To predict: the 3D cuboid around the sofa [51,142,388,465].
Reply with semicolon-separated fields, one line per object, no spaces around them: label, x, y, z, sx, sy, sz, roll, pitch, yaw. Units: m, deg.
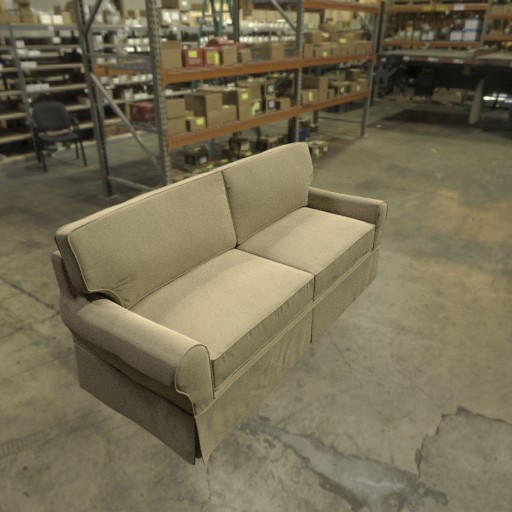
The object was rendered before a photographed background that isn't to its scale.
sofa;0.000;0.000;2.751;0.900;1.014;2.246;18;32;31
